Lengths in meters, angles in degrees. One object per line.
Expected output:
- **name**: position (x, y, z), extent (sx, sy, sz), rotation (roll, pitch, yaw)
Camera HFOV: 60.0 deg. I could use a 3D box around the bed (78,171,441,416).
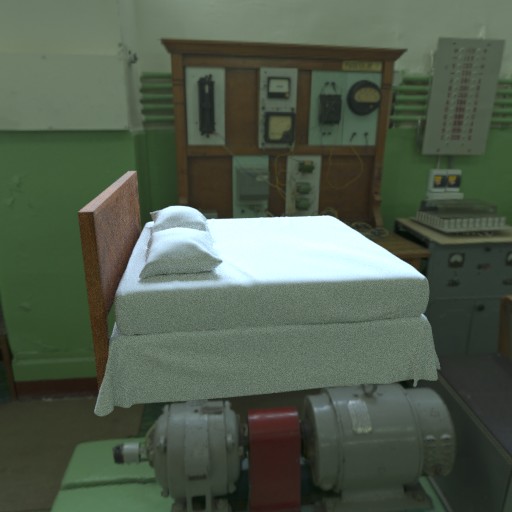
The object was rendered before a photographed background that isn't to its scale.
- **bed**: position (0.000, 0.000, 3.523), extent (2.165, 1.158, 2.255), rotation (-2, 17, -8)
